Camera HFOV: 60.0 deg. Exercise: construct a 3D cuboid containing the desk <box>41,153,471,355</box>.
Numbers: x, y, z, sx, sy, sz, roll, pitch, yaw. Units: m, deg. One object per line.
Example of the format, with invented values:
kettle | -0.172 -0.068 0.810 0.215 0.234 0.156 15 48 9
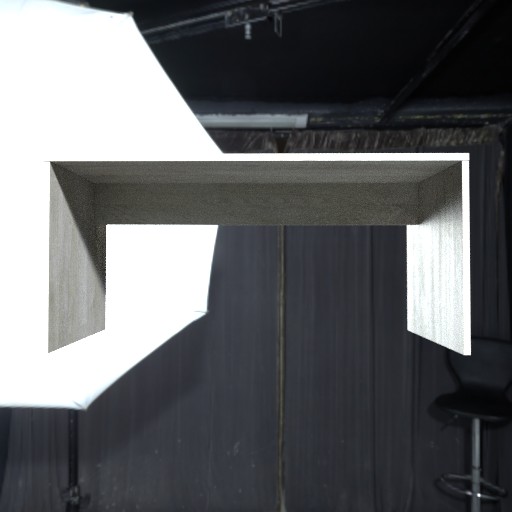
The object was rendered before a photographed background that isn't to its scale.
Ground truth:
desk | 0.000 0.000 2.057 1.600 0.752 0.802 0 -1 1
